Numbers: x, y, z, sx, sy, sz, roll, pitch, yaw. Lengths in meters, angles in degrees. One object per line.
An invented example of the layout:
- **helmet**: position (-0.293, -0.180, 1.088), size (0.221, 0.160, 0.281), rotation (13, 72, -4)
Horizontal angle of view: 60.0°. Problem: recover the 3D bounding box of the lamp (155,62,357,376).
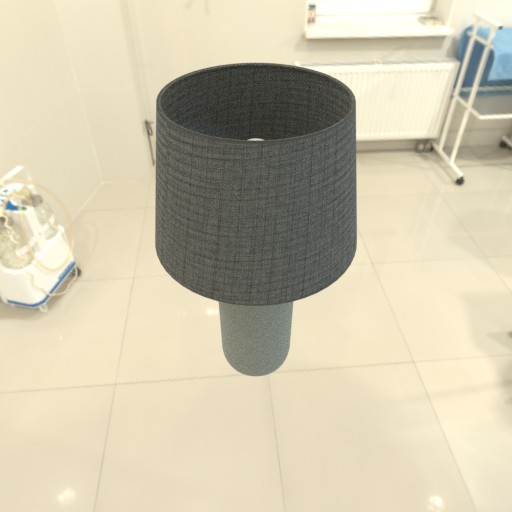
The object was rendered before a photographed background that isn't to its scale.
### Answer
- **lamp**: position (0.000, 0.000, 0.587), size (0.251, 0.429, 0.251), rotation (0, 41, 0)
